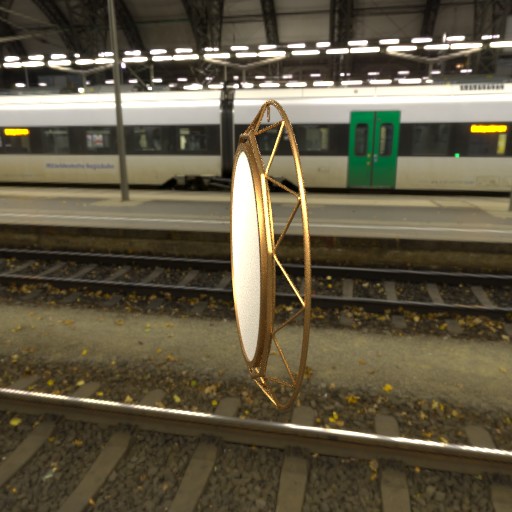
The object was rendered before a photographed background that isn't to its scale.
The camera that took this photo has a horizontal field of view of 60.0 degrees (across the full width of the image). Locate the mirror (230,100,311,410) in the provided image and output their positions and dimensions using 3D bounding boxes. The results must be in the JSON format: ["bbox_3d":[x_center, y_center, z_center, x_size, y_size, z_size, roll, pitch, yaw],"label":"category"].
[{"bbox_3d":[0.000,0.000,0.682,0.043,0.454,0.454,-2,14,-9],"label":"mirror"}]
